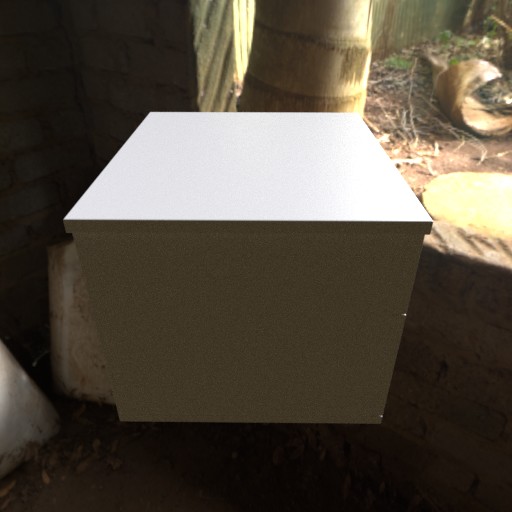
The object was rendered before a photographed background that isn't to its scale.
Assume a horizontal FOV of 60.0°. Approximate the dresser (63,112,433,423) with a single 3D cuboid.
[{"bbox_3d":[0.000,0.000,0.739,0.400,0.360,0.430,0,32,1],"label":"dresser"}]
